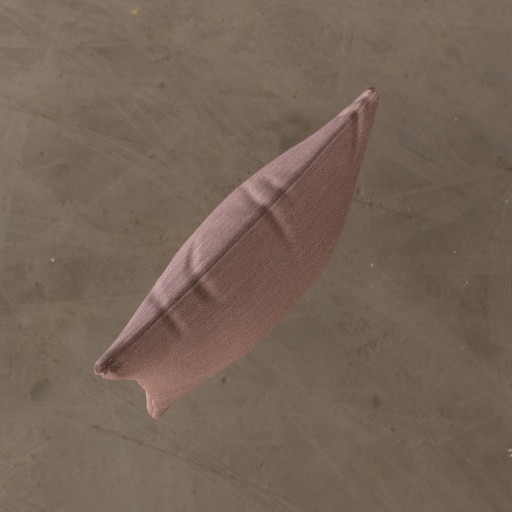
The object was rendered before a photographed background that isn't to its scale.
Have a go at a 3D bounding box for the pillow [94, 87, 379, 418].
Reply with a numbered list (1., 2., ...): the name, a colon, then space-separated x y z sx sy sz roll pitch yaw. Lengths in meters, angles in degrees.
1. pillow: 0.000 0.000 0.794 0.210 0.338 0.633 36 68 17
